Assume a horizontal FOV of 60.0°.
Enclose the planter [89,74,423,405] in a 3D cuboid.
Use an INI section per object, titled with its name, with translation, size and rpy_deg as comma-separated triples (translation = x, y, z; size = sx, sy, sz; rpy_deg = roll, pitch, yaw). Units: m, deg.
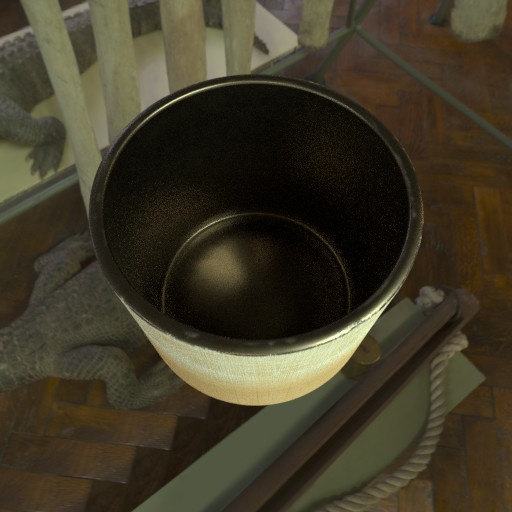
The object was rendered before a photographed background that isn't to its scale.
[planter]
translation = 0.000, 0.000, 0.430
size = 0.254, 0.221, 0.254
rpy_deg = 0, 63, 0
